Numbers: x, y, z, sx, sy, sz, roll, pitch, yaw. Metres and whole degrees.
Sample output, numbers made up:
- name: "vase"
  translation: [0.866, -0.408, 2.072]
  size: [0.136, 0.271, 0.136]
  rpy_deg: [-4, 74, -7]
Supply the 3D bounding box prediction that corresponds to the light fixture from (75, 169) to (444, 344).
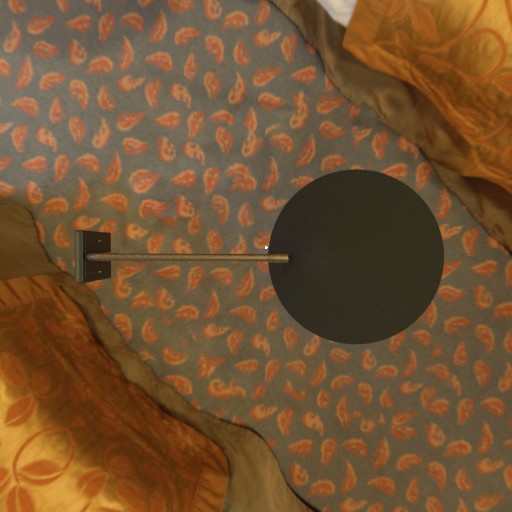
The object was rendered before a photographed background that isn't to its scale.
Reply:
- name: "light fixture"
  translation: [0.000, 0.000, 0.691]
  size: [0.516, 0.312, 0.240]
  rpy_deg: [0, 91, 1]
